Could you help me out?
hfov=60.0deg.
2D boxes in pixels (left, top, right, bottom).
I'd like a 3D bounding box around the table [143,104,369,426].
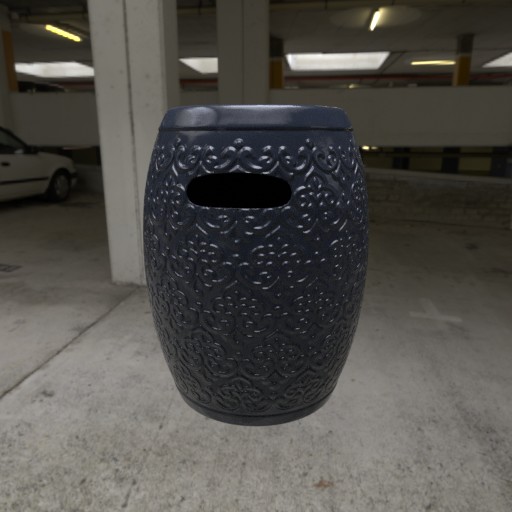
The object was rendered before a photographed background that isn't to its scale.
[{"bbox_3d":[0.000,0.000,0.631,0.309,0.397,0.309,0,15,0],"label":"table"}]
